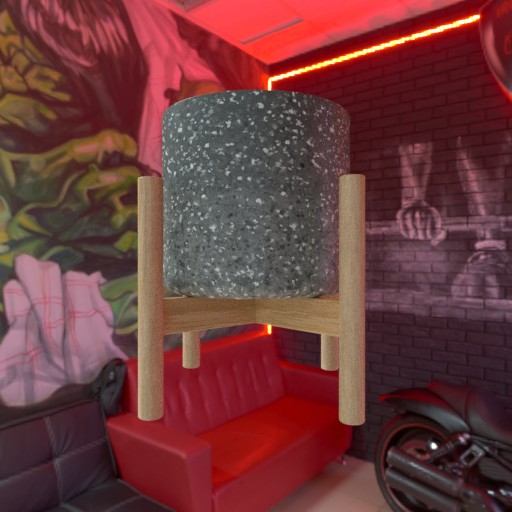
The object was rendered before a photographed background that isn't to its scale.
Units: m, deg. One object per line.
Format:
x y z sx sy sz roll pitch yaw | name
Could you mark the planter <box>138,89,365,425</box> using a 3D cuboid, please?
0.000 0.000 0.536 0.284 0.320 0.284 0 0 -19 | planter
